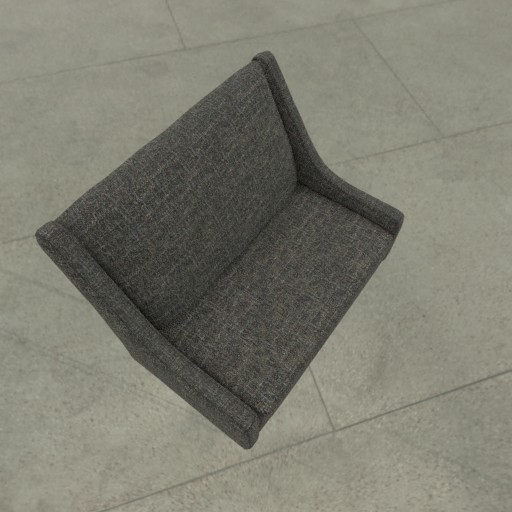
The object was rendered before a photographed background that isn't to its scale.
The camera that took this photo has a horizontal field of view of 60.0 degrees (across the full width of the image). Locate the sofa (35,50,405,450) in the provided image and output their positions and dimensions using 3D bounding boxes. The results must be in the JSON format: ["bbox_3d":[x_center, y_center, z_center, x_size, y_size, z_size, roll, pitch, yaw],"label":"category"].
[{"bbox_3d":[0.000,0.000,1.924,0.870,1.021,1.242,33,63,19],"label":"sofa"}]
